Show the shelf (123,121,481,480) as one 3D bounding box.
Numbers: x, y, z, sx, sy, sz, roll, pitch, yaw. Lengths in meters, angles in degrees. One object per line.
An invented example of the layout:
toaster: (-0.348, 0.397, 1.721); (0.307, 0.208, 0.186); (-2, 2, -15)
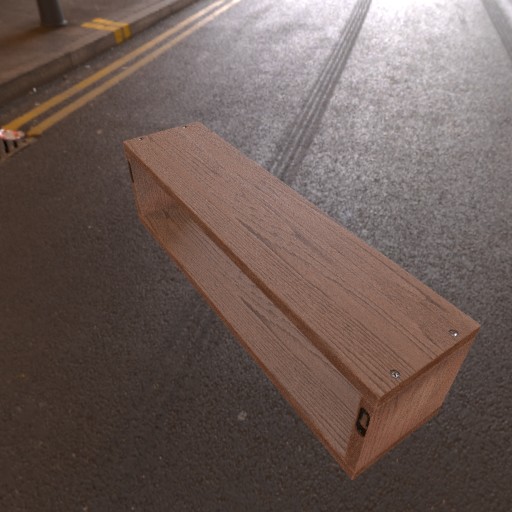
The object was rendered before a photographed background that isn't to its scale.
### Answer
shelf: (0.000, 0.000, 0.673); (0.150, 0.170, 0.610); (-24, 46, -25)
